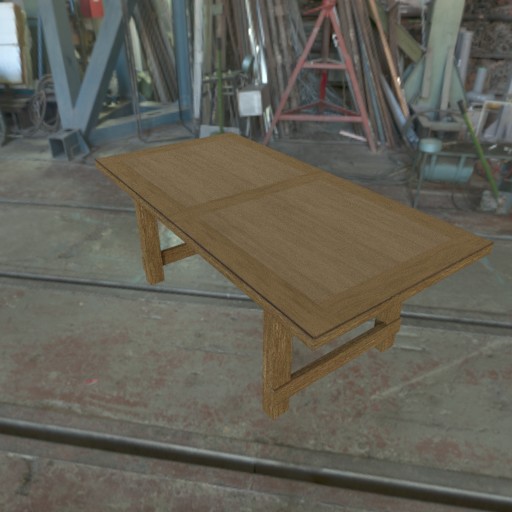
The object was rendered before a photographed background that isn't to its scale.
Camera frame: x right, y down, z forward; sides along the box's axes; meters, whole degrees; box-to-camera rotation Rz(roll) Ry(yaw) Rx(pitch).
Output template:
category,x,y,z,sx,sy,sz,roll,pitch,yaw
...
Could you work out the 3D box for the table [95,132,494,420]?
category,x,y,z,sx,sy,sz,roll,pitch,yaw
table,0.000,0.000,2.463,1.000,0.762,1.982,-21,37,-30
